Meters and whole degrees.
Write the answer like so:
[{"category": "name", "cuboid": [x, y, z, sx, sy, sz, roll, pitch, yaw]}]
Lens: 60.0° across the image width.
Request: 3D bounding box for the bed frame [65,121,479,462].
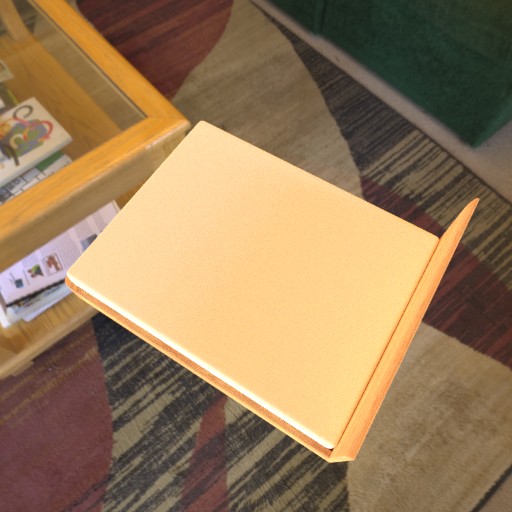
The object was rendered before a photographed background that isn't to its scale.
[{"category": "bed frame", "cuboid": [0.000, 0.000, 2.984, 2.092, 0.940, 1.660, 29, 68, 13]}]
